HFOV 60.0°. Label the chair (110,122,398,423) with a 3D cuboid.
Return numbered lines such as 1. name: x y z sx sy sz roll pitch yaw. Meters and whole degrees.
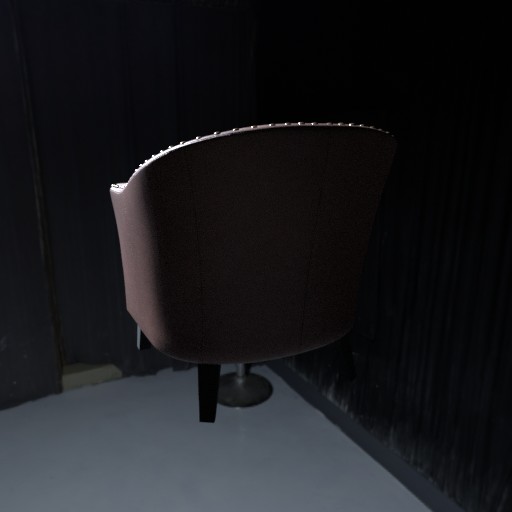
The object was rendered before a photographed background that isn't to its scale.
1. chair: 0.000 0.000 1.456 0.794 0.823 0.748 -7 17 -25
